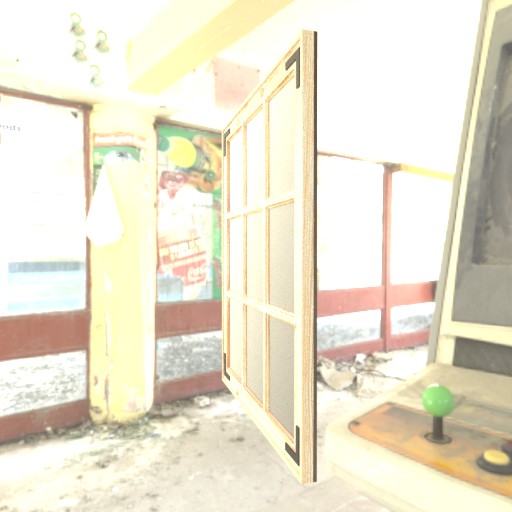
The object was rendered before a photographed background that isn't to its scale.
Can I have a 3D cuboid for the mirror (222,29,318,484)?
[{"bbox_3d":[0.000,0.000,1.213,0.032,0.882,0.730,0,1,-17],"label":"mirror"}]
